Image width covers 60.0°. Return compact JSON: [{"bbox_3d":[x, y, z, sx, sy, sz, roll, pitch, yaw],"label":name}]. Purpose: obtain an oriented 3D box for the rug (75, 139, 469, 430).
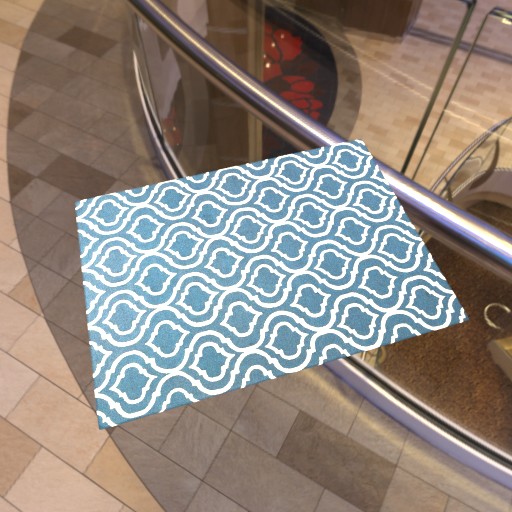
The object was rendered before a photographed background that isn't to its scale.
[{"bbox_3d":[0.000,0.000,4.420,3.353,0.010,2.438,-14,59,-9],"label":"rug"}]
